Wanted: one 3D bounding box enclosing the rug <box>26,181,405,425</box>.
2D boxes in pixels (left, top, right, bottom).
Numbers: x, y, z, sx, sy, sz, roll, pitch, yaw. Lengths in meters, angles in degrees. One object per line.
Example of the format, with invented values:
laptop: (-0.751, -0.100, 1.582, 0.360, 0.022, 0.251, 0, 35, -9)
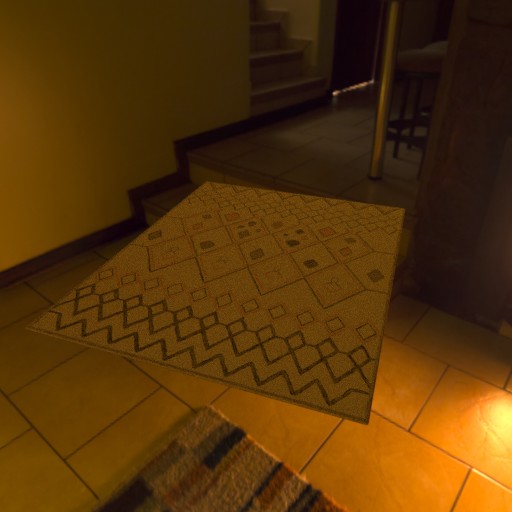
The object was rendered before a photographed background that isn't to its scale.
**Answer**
rug: (0.000, 0.000, 4.071, 2.441, 0.016, 3.050, 11, 32, 17)
